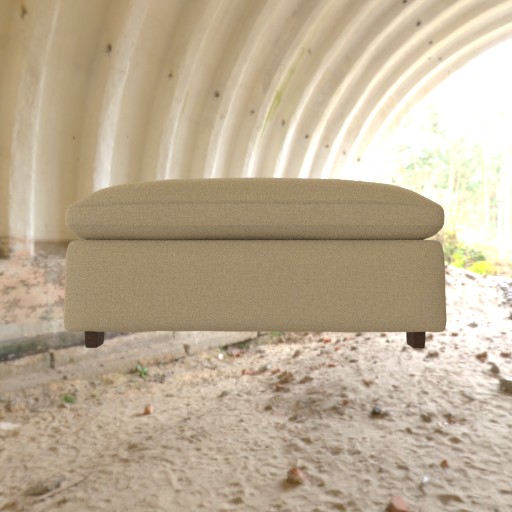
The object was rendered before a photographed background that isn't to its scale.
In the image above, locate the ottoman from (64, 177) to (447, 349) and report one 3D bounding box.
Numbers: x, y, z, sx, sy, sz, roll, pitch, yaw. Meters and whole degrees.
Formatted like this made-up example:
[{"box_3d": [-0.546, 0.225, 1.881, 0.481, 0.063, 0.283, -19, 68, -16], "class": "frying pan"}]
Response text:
[{"box_3d": [0.000, 0.000, 1.557, 0.977, 0.467, 0.996, 0, 1, 0], "class": "ottoman"}]
